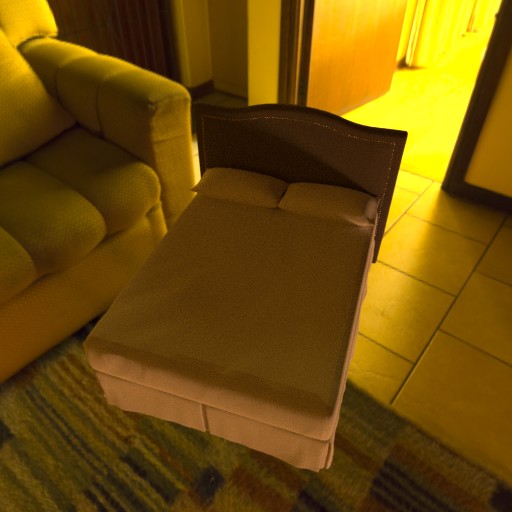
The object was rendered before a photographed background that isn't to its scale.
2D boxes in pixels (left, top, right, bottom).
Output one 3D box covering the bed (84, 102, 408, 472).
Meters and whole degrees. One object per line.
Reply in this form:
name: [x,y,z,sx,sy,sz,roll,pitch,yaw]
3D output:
bed: [0.000,0.000,3.085,1.666,1.387,2.036,12,43,14]
